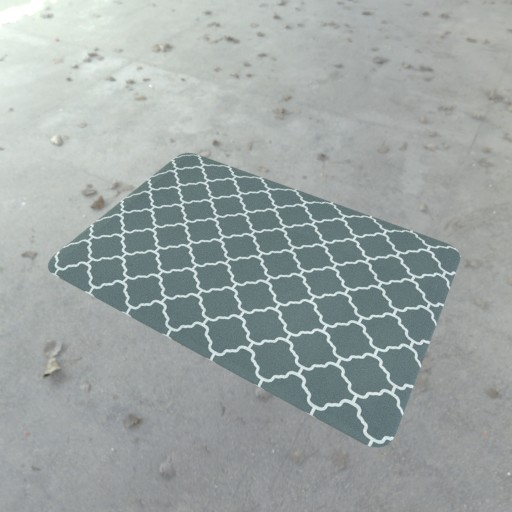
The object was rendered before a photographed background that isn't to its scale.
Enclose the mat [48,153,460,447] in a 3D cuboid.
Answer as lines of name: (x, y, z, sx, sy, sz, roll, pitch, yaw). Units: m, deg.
mat: (0.000, 0.000, 0.950, 0.762, 0.021, 0.508, 23, 51, 20)
